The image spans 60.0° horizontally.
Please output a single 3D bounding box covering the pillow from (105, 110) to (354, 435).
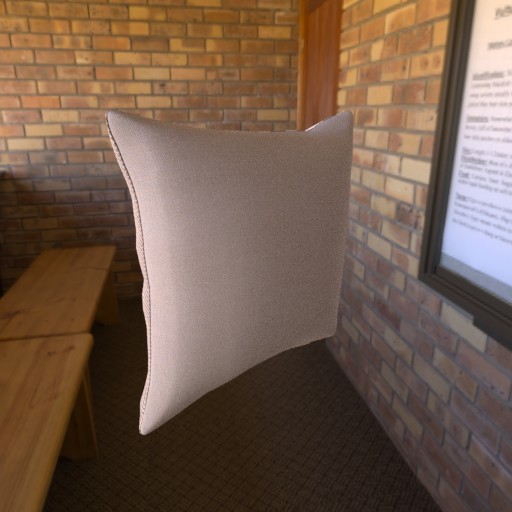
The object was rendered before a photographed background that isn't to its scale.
[{"bbox_3d":[0.000,0.000,0.641,0.416,0.401,0.173,-16,24,-41],"label":"pillow"}]
